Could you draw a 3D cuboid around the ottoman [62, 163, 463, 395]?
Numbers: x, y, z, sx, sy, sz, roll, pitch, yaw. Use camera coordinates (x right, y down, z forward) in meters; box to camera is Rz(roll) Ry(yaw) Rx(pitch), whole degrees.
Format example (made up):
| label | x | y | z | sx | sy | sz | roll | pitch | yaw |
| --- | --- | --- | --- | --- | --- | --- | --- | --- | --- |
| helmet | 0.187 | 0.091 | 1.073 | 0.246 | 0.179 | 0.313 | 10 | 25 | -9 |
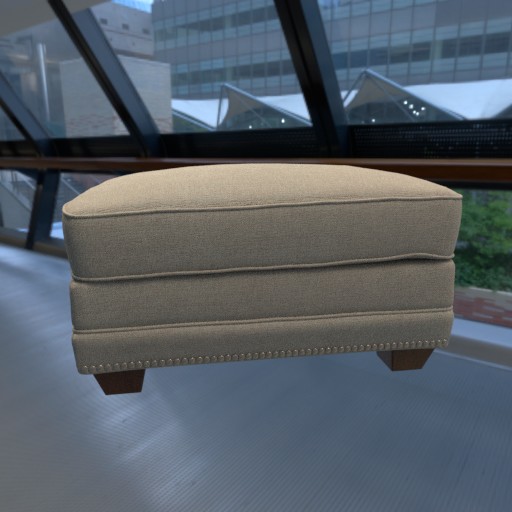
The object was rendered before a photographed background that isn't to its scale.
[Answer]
| label | x | y | z | sx | sy | sz | roll | pitch | yaw |
| --- | --- | --- | --- | --- | --- | --- | --- | --- | --- |
| ottoman | 0.000 | 0.000 | 1.132 | 0.813 | 0.458 | 0.559 | -2 | 14 | -9 |
